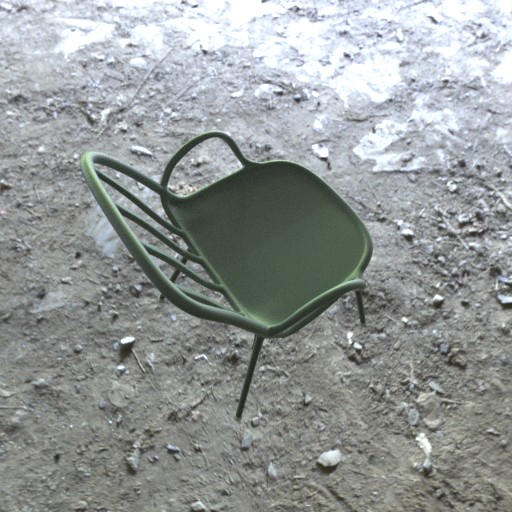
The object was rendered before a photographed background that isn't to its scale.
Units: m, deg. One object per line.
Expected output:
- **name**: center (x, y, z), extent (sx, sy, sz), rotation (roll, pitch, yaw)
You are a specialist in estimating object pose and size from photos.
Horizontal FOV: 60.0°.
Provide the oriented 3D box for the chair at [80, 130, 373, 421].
- **chair**: center (0.000, 0.000, 1.178), extent (0.597, 0.816, 0.549), rotation (-31, 64, -17)
